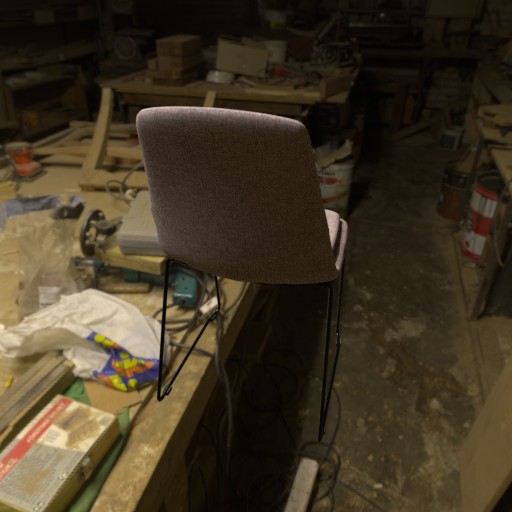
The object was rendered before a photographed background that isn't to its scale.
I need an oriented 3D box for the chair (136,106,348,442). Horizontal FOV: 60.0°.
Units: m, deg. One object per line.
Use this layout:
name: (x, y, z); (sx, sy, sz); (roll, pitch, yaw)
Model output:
chair: (0.000, 0.000, 1.154); (0.479, 0.858, 0.518); (9, 32, 14)
